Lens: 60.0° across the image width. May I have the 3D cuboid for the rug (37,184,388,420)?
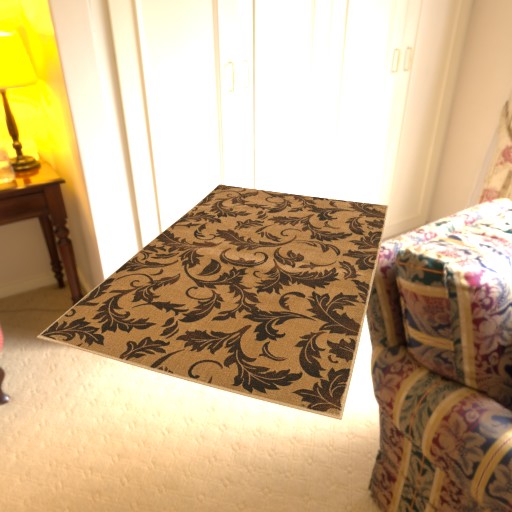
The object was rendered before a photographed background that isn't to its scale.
[{"bbox_3d":[0.000,0.000,2.905,1.522,0.008,2.284,10,31,17],"label":"rug"}]
